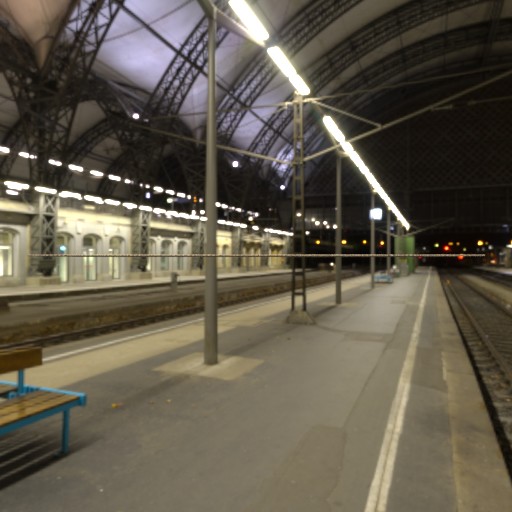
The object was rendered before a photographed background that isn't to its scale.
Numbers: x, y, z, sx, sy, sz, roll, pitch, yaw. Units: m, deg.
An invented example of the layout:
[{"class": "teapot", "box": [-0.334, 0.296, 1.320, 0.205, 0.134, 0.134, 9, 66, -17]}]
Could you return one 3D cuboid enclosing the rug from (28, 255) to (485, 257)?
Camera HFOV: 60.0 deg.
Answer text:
[{"class": "rug", "box": [0.000, 0.000, 2.735, 2.432, 0.008, 0.766, 0, 0, 1]}]
